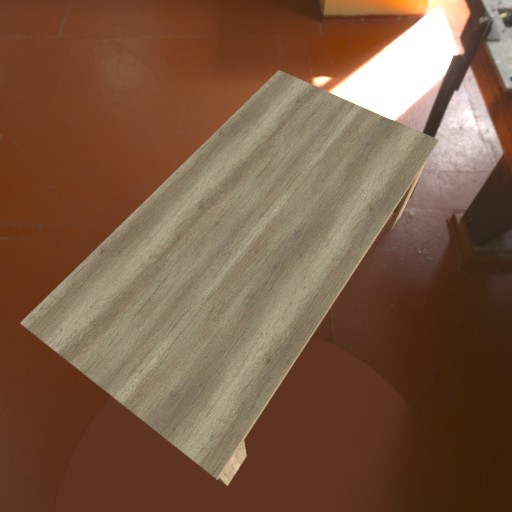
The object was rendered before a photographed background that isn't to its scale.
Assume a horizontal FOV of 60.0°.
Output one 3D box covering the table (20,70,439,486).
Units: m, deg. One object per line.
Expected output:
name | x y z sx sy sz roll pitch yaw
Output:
table | 0.000 0.000 1.639 0.700 0.460 1.350 31 64 17
